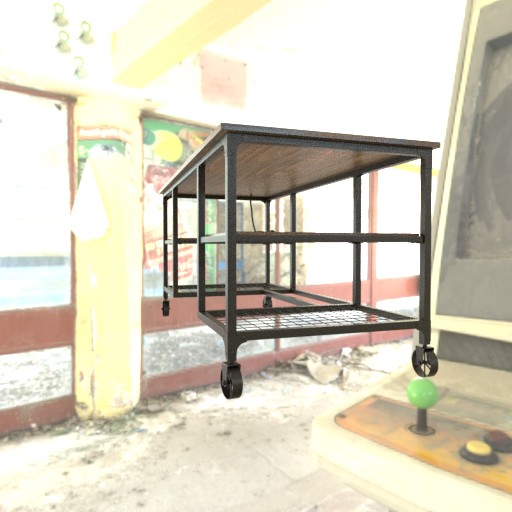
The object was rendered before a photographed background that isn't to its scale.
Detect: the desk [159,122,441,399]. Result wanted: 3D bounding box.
[{"bbox_3d":[0.000,0.000,2.031,0.711,0.751,1.590,0,1,-18],"label":"desk"}]
